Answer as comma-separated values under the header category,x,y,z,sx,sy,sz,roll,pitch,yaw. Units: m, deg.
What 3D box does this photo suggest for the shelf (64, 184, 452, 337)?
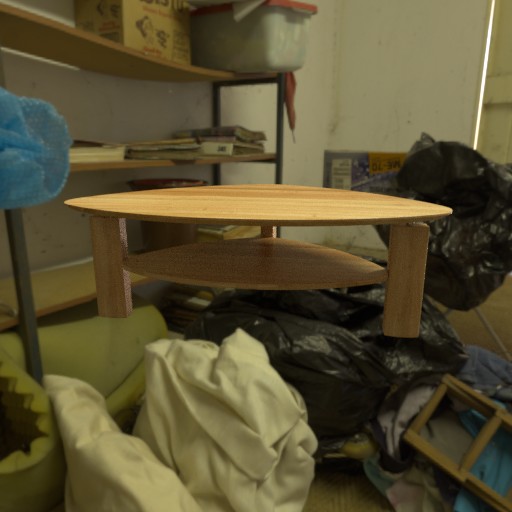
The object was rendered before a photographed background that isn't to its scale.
category,x,y,z,sx,sy,sz,roll,pitch,yaw
shelf,0.000,0.000,1.643,1.240,0.439,0.863,2,15,9
